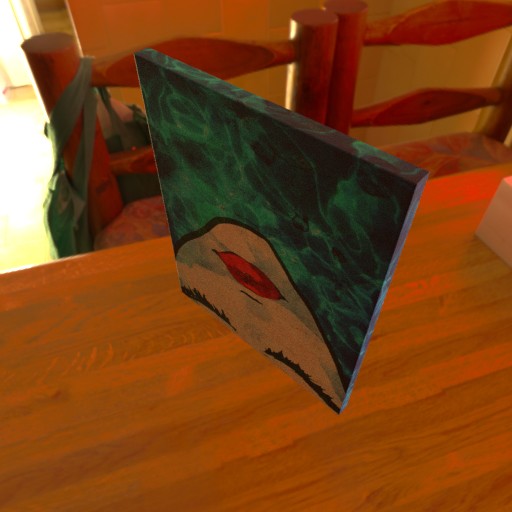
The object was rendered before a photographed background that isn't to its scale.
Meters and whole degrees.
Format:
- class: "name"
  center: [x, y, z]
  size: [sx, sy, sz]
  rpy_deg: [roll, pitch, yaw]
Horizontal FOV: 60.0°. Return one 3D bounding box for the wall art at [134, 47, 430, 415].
- class: "wall art"
  center: [0.000, 0.000, 1.019]
  size: [0.609, 0.760, 0.038]
  rpy_deg: [33, 56, 27]
